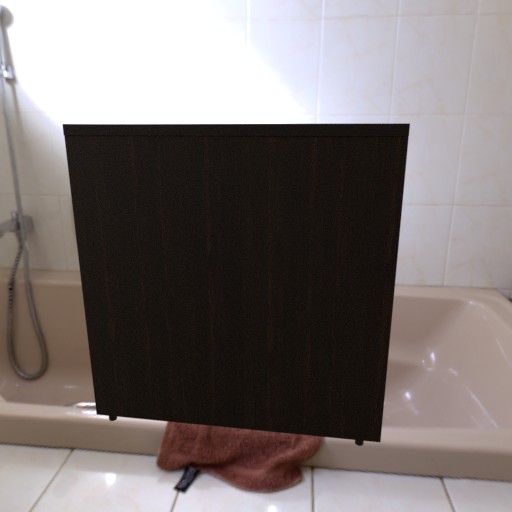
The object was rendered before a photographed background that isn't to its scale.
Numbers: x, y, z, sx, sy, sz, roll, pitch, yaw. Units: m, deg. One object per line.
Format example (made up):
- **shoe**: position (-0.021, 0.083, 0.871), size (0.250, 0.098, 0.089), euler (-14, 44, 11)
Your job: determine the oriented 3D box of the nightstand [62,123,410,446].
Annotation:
- **nightstand**: position (0.000, 0.000, 0.810), size (0.461, 0.460, 0.400), euler (2, 16, 8)
